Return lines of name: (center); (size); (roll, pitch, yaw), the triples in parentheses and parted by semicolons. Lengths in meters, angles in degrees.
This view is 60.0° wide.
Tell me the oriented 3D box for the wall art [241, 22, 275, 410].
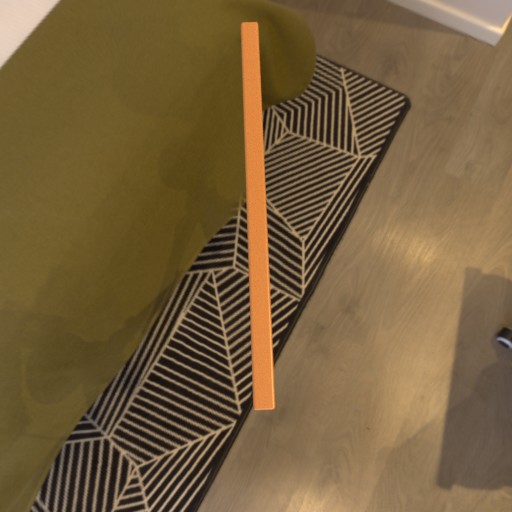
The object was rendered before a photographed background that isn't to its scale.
wall art: (0.000, 0.000, 0.518); (0.015, 0.379, 0.310); (-2, 76, -1)
